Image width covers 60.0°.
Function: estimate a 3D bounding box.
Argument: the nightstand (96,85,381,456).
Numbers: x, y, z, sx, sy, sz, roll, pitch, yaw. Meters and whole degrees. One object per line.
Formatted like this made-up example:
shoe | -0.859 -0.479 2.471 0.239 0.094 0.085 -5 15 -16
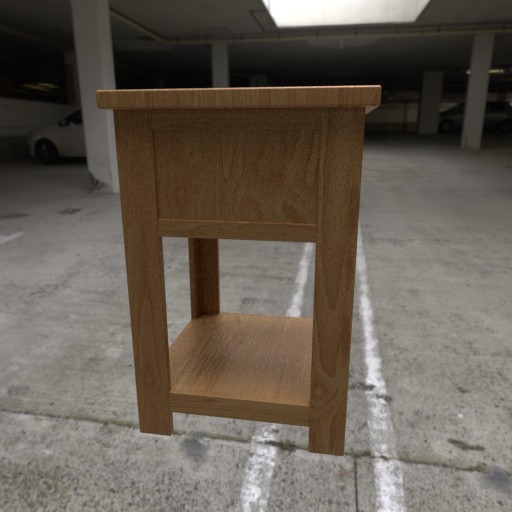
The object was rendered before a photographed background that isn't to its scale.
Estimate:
nightstand | 0.000 0.000 0.916 0.418 0.614 0.428 3 16 9
